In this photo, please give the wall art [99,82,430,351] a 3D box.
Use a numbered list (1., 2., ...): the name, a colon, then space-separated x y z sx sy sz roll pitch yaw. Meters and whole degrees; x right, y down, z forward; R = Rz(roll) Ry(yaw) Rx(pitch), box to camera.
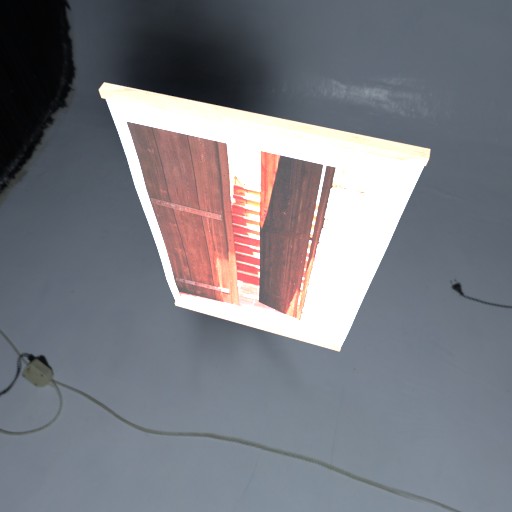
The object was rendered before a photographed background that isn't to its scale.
1. wall art: 0.000 0.000 0.647 0.332 0.508 0.012 14 59 9
